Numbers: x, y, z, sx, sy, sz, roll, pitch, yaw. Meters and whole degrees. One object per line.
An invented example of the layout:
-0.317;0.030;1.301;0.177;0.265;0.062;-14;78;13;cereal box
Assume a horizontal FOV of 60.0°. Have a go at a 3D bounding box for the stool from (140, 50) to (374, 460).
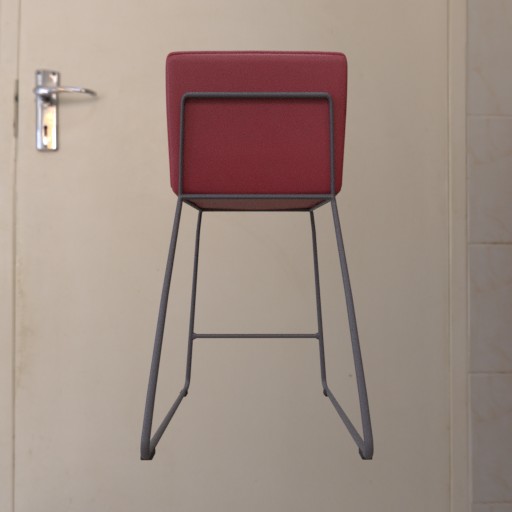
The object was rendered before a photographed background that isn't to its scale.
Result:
0.000;0.000;1.169;0.489;0.866;0.524;0;-1;0;stool
